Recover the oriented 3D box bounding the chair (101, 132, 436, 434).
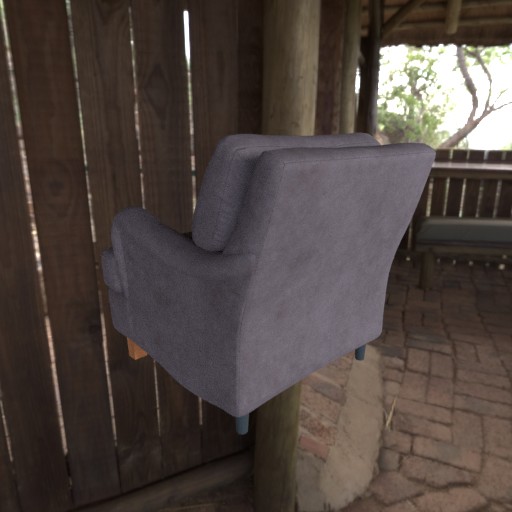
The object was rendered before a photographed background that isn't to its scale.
[{"bbox_3d":[0.000,0.000,1.859,0.955,0.997,1.070,-15,22,-42],"label":"chair"}]
